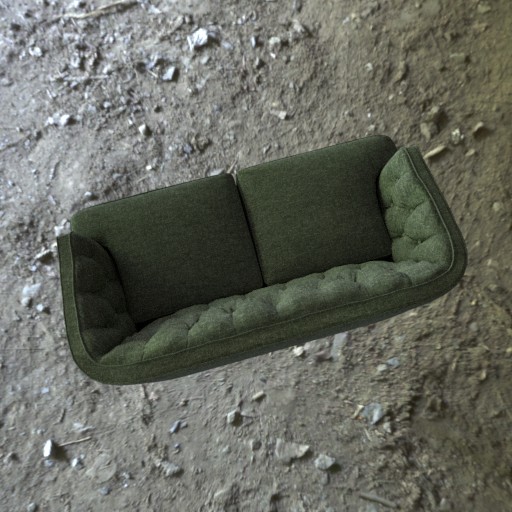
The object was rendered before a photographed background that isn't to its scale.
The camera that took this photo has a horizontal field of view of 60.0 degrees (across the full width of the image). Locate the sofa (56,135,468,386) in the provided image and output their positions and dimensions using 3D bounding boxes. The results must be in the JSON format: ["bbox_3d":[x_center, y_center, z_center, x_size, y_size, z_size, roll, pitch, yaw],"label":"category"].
[{"bbox_3d":[0.000,0.000,2.222,1.733,0.855,0.941,-15,76,-4],"label":"sofa"}]
